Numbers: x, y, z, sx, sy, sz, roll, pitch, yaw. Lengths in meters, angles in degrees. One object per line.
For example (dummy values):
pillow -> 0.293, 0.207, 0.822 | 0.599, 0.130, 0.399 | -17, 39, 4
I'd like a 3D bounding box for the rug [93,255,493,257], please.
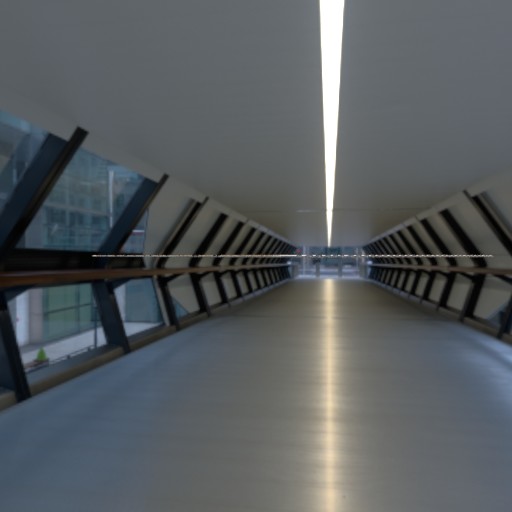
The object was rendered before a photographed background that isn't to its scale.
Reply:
rug -> 0.000, 0.000, 2.454 | 1.196, 0.008, 2.006 | 0, 0, -36
